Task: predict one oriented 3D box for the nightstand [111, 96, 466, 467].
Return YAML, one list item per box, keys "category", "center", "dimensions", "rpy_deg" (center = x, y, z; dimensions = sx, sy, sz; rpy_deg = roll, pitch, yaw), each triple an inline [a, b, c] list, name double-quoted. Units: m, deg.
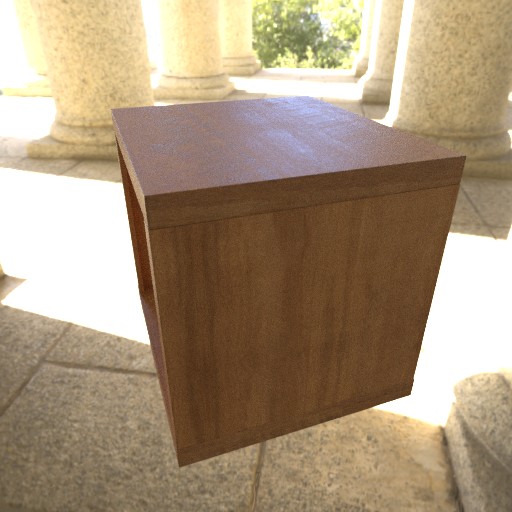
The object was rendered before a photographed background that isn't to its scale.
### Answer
- category: "nightstand"
  center: [0.000, 0.000, 0.858]
  dimensions: [0.436, 0.491, 0.493]
  rpy_deg: [-10, 31, -17]
